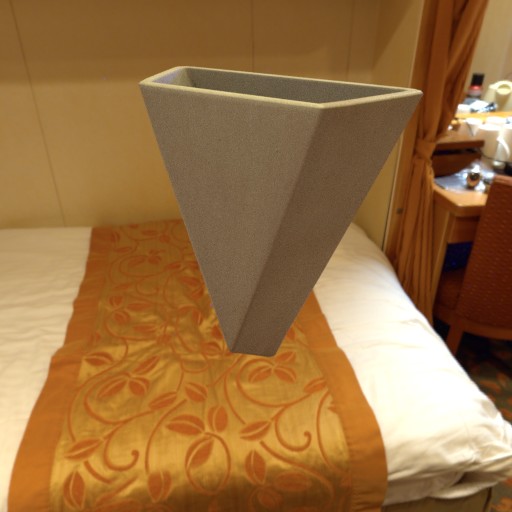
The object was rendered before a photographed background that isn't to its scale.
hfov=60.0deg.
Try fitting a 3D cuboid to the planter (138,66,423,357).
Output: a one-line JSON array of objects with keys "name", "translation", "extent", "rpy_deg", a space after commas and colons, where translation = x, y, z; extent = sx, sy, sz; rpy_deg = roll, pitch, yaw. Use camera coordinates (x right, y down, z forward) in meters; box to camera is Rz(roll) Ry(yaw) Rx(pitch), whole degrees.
[{"name": "planter", "translation": [0.000, 0.000, 0.269], "extent": [0.150, 0.197, 0.060], "rpy_deg": [19, 35, 29]}]
